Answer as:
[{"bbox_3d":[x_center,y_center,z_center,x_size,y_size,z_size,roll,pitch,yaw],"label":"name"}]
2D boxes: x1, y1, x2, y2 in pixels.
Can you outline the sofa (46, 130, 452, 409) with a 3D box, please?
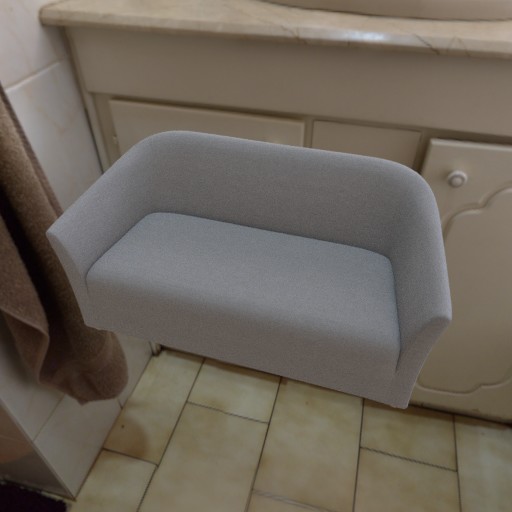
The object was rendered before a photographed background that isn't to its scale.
[{"bbox_3d":[0.000,0.000,1.885,1.452,0.721,0.705,11,42,13],"label":"sofa"}]
